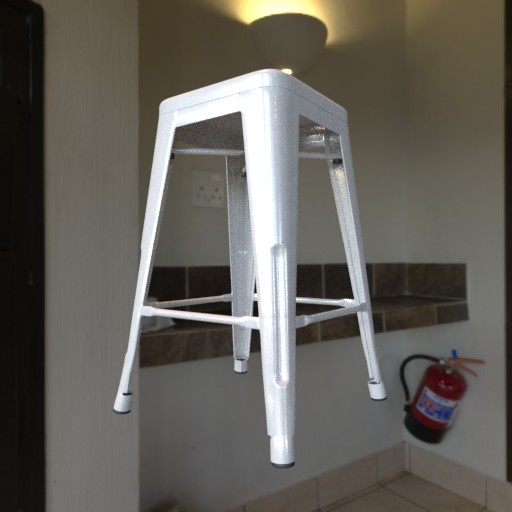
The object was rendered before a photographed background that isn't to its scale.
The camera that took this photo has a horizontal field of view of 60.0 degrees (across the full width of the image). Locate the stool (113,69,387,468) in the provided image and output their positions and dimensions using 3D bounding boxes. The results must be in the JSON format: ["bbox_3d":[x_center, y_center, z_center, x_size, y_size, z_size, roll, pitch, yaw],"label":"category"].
[{"bbox_3d":[0.000,0.000,0.903,0.406,0.610,0.406,0,0,36],"label":"stool"}]
